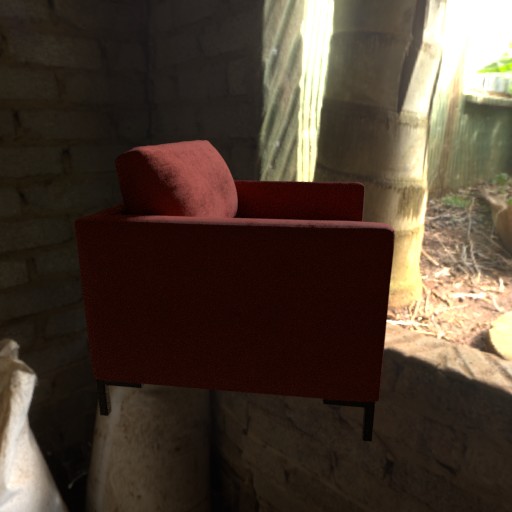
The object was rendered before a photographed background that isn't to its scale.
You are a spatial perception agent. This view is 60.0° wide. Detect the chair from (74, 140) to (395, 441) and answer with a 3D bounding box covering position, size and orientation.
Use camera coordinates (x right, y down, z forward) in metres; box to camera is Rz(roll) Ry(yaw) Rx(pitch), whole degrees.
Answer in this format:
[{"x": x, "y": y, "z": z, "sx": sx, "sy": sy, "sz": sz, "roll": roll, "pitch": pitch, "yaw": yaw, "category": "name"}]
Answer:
[{"x": 0.000, "y": 0.000, "z": 1.635, "sx": 0.875, "sy": 0.812, "sz": 0.964, "roll": 2, "pitch": 17, "yaw": 8, "category": "chair"}]
